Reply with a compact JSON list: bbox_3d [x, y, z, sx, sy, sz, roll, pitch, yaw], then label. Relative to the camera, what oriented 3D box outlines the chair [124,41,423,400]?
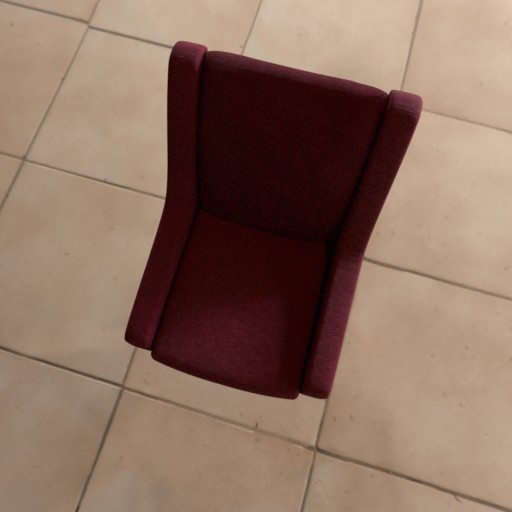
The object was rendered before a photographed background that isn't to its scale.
[{"bbox_3d":[0.000,0.000,1.697,0.793,1.017,0.985,15,75,4],"label":"chair"}]
